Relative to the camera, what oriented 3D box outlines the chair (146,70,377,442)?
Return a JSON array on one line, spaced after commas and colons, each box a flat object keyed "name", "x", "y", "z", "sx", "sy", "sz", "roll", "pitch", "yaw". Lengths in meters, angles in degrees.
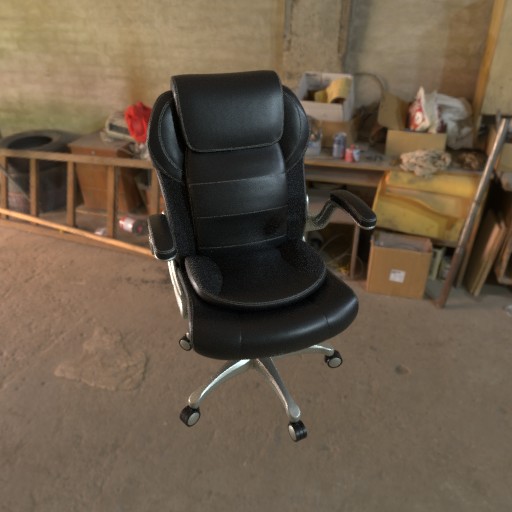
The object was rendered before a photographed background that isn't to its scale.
[{"name": "chair", "x": 0.000, "y": 0.000, "z": 1.605, "sx": 0.724, "sy": 1.141, "sz": 0.801, "roll": -9, "pitch": 33, "yaw": -15}]
